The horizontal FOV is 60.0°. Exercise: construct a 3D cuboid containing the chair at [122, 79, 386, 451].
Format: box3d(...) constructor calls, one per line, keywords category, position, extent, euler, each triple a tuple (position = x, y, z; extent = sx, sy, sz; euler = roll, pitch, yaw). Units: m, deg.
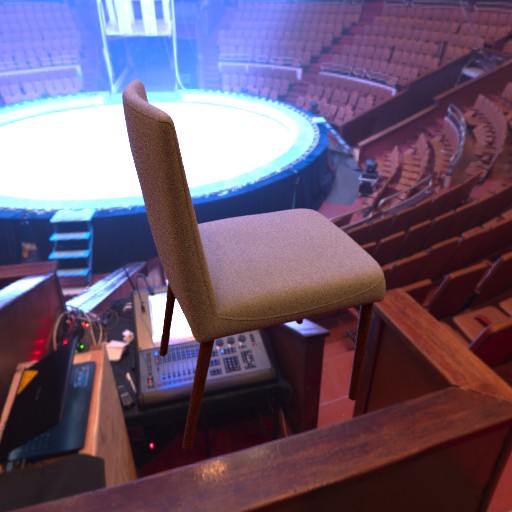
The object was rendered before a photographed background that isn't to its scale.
box3d(category="chair", position=(0.000, 0.000, 1.177), extent=(0.570, 0.859, 0.456), euler=(-10, 32, -17))
